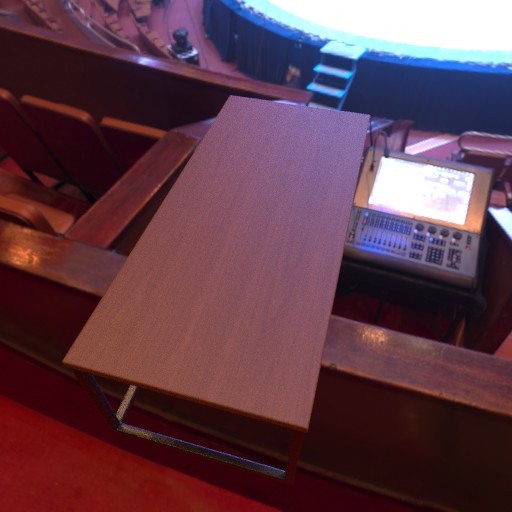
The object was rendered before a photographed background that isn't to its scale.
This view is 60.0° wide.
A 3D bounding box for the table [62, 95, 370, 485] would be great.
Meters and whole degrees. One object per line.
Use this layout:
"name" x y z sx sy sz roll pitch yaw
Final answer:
"table" 0.000 0.000 1.342 0.500 0.400 1.100 12 49 10
